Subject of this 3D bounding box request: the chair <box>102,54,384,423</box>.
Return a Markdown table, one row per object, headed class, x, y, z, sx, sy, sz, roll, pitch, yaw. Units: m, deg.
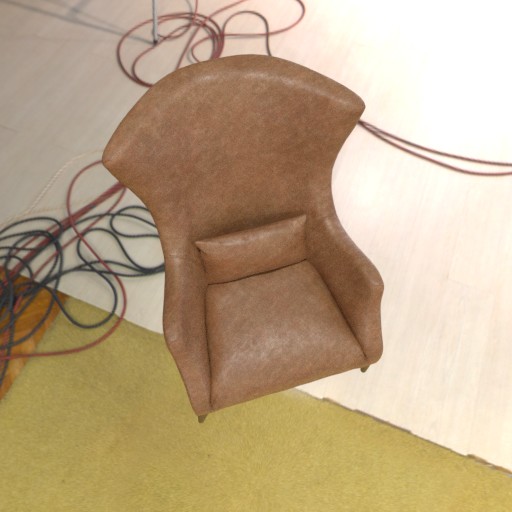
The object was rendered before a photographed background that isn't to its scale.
| class | x | y | z | sx | sy | sz | roll | pitch | yaw |
| --- | --- | --- | --- | --- | --- | --- | --- | --- | --- |
| chair | 0.000 | 0.000 | 1.713 | 0.846 | 1.067 | 0.955 | -14 | 63 | -7 |
